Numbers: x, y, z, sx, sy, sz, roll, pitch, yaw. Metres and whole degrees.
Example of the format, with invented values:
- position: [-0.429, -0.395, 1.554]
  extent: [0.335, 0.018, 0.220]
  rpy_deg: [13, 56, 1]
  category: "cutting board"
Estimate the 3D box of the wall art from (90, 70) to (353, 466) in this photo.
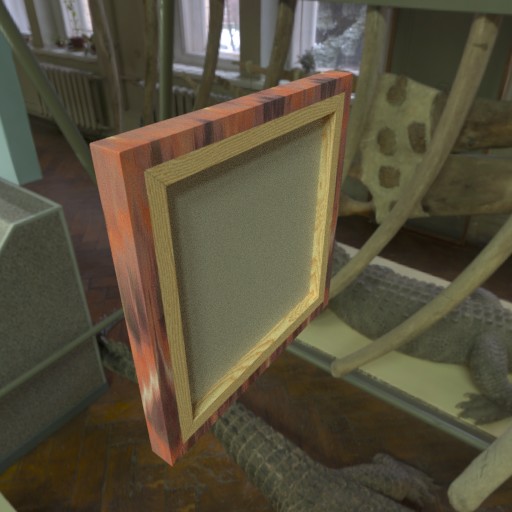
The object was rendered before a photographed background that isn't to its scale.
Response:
- position: [0.000, 0.000, 0.593]
  extent: [0.038, 0.406, 0.403]
  rpy_deg: [22, 38, 30]
  category: "wall art"
